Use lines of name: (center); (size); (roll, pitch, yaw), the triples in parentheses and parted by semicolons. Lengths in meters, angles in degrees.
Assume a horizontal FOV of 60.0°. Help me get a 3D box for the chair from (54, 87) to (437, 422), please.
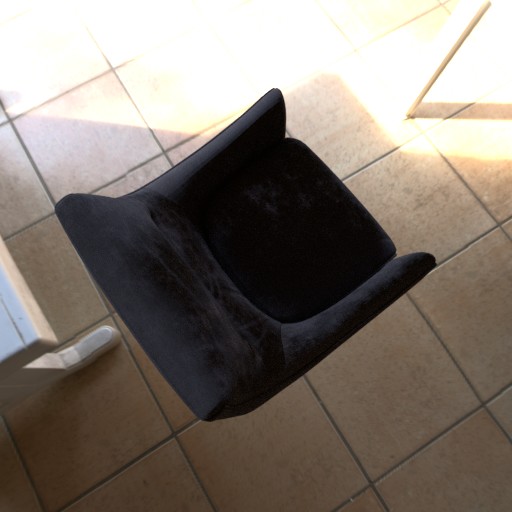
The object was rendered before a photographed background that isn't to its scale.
chair: (0.000, 0.000, 1.425); (0.787, 0.838, 0.762); (-37, 77, -10)
